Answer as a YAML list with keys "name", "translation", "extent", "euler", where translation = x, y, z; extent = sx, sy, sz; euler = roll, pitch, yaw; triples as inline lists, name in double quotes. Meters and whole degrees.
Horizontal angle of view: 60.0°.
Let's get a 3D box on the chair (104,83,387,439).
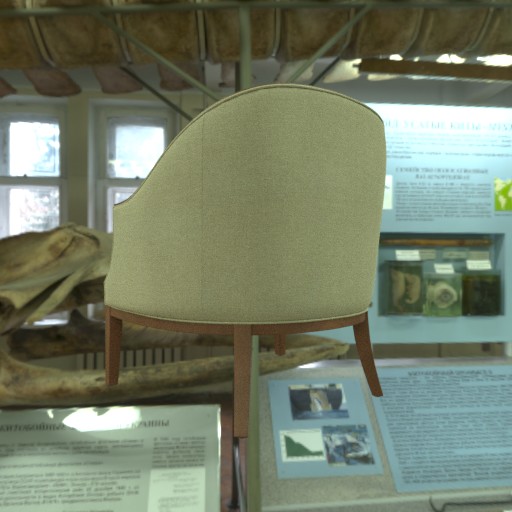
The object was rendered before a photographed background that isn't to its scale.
- name: "chair"
  translation: [0.000, 0.000, 1.459]
  extent: [0.803, 0.876, 0.735]
  euler: [0, 0, -37]
